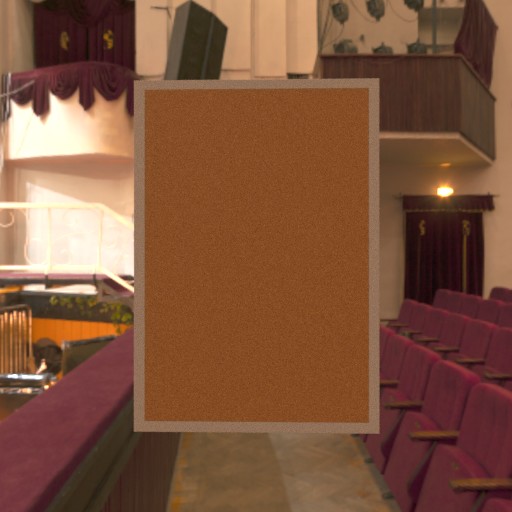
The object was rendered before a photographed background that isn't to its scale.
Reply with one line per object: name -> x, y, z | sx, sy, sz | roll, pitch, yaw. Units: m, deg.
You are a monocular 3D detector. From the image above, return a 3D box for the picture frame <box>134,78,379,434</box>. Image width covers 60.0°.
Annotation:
picture frame -> 0.000, 0.000, 0.831 | 0.457, 0.657, 0.013 | 0, 0, 1
